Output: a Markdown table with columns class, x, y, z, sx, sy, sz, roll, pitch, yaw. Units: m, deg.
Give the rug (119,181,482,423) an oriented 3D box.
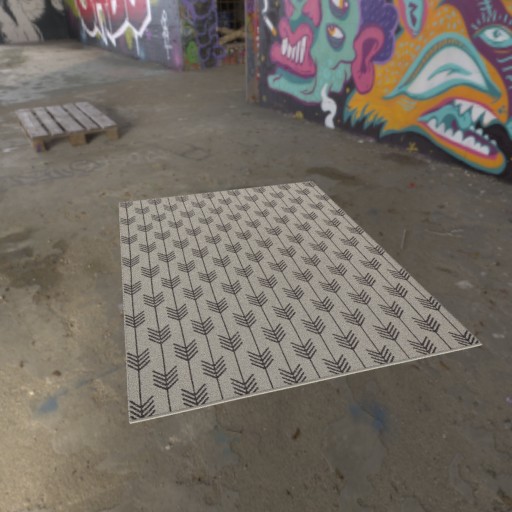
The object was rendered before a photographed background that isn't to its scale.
| class | x | y | z | sx | sy | sz | roll | pitch | yaw |
| --- | --- | --- | --- | --- | --- | --- | --- | --- | --- |
| rug | 0.000 | 0.000 | 3.988 | 2.330 | 0.010 | 3.061 | -8 | 32 | -13 |
